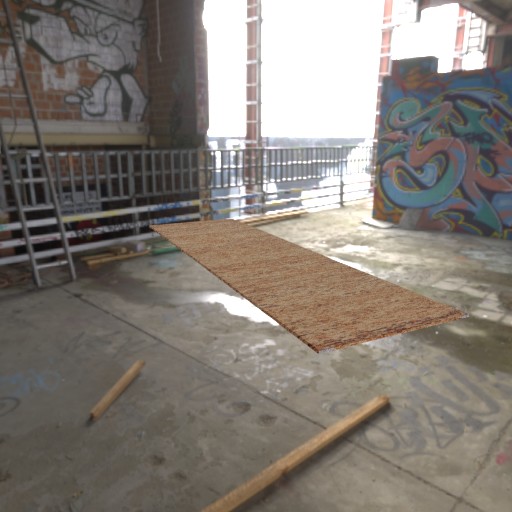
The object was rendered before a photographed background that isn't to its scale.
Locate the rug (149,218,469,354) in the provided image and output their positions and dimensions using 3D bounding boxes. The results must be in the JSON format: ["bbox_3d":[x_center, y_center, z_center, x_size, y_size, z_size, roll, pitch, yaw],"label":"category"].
[{"bbox_3d":[0.000,0.000,2.478,0.680,0.014,2.237,-7,17,-25],"label":"rug"}]
